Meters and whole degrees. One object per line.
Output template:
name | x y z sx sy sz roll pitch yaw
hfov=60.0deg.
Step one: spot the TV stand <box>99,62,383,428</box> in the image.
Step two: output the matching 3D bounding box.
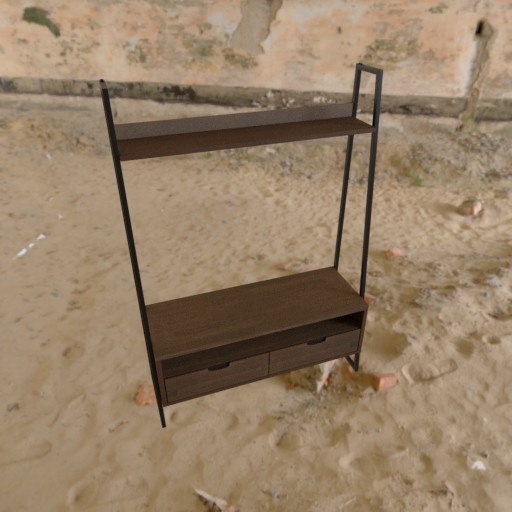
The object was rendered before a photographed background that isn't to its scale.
TV stand | 0.000 0.000 2.337 1.250 1.772 0.432 -11 34 -17
